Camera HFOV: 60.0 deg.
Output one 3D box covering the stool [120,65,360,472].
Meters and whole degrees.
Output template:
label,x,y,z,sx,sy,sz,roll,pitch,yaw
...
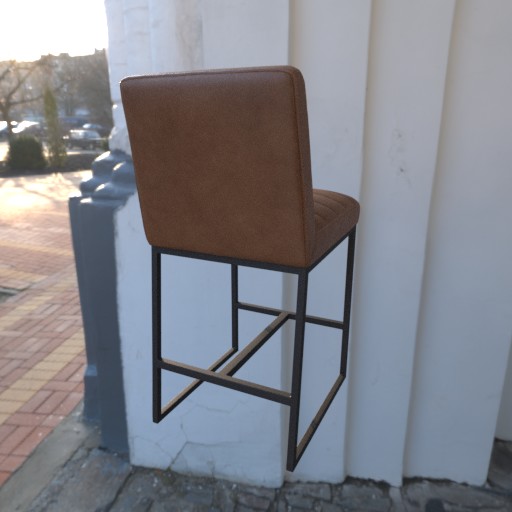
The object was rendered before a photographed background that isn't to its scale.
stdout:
label,x,y,z,sx,sy,sz,roll,pitch,yaw
stool,0.000,0.000,1.261,0.458,0.940,0.556,8,18,25
